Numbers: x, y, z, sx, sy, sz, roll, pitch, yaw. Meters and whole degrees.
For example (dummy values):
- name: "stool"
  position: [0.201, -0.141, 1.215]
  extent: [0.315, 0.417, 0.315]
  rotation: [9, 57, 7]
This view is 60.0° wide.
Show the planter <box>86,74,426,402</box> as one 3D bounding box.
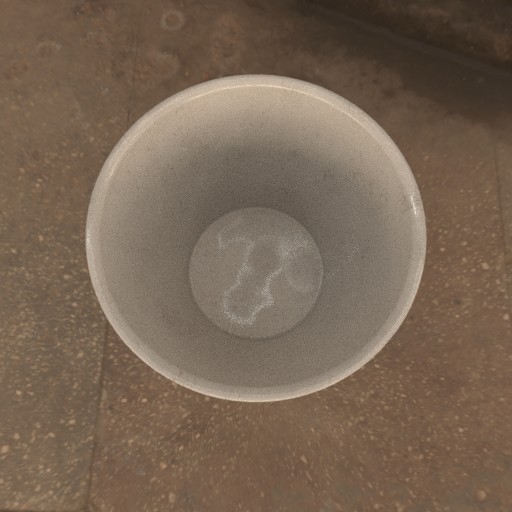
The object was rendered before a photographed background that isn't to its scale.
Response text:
- name: "planter"
  position: [0.000, 0.000, 0.445]
  extent: [0.260, 0.220, 0.260]
  rotation: [0, 77, 0]
